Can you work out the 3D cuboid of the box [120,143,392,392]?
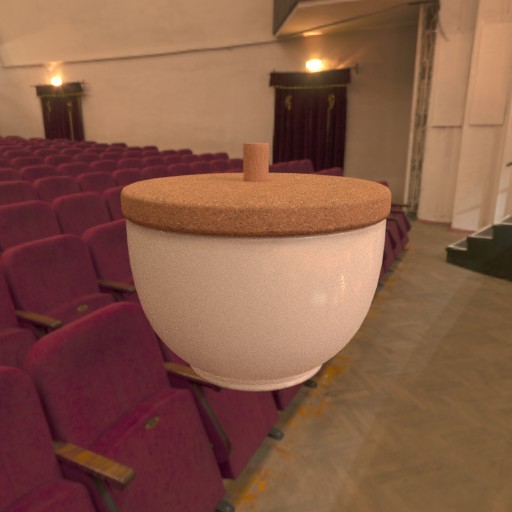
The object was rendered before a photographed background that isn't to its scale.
[{"bbox_3d":[0.000,0.000,0.190,0.107,0.094,0.107,0,15,0],"label":"box"}]
